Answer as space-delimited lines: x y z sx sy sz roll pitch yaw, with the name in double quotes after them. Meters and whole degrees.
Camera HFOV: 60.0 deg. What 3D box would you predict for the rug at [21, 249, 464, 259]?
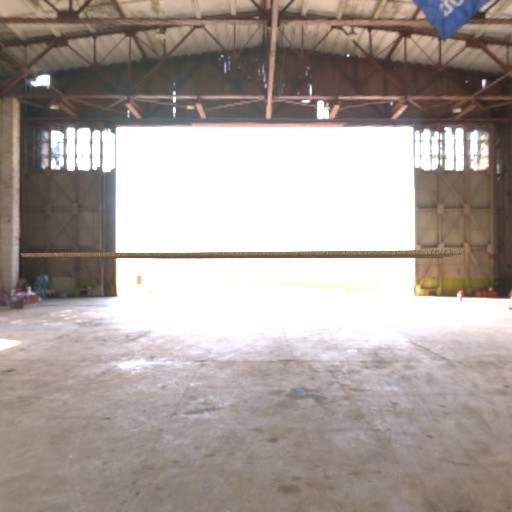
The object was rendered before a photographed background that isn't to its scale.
0.000 0.000 3.357 2.699 0.025 1.800 0 -1 20 "rug"
